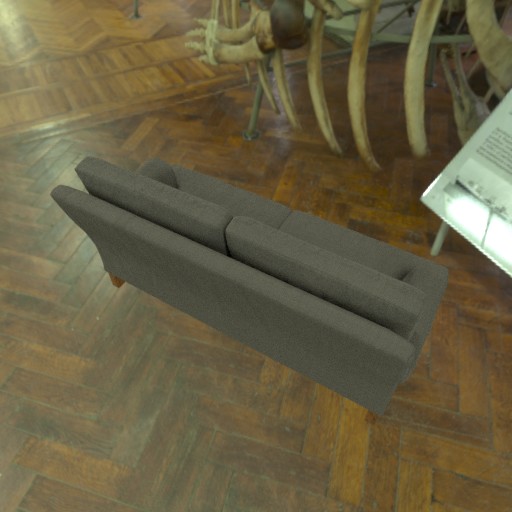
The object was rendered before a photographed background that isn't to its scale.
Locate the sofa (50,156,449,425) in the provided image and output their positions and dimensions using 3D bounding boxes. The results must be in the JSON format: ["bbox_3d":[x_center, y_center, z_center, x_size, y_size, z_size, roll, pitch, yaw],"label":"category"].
[{"bbox_3d":[0.000,0.000,2.764,2.165,1.087,1.086,24,51,21],"label":"sofa"}]
